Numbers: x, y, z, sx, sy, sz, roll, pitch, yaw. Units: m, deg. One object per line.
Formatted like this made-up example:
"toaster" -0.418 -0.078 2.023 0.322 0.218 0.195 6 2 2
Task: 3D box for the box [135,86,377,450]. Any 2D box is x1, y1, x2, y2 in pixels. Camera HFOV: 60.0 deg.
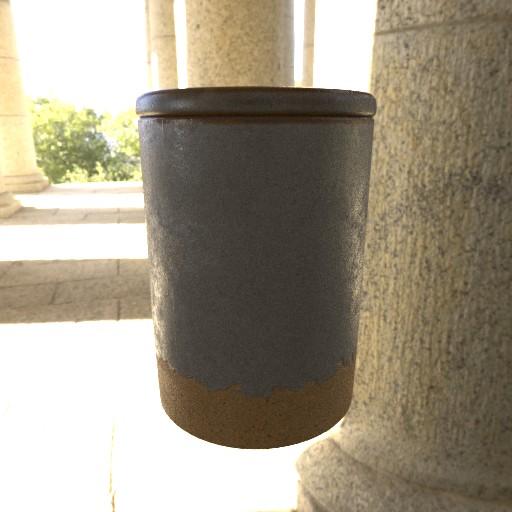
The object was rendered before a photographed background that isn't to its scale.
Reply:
"box" 0.000 0.000 0.245 0.118 0.168 0.118 0 16 0
